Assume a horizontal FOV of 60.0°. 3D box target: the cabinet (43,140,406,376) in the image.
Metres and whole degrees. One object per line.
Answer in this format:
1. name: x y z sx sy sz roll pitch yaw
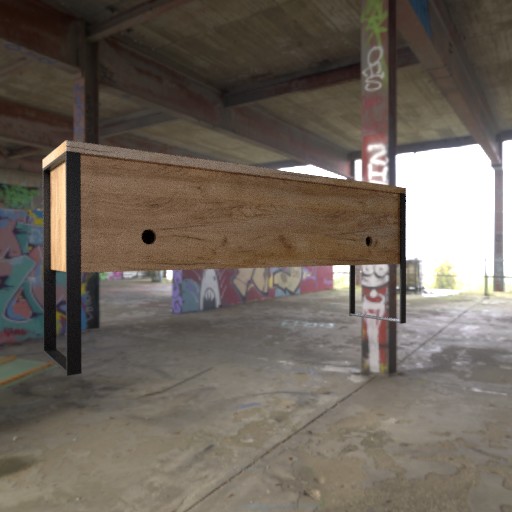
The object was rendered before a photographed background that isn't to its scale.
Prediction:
1. cabinet: 0.000 0.000 2.121 1.800 0.762 0.395 0 1 -36
